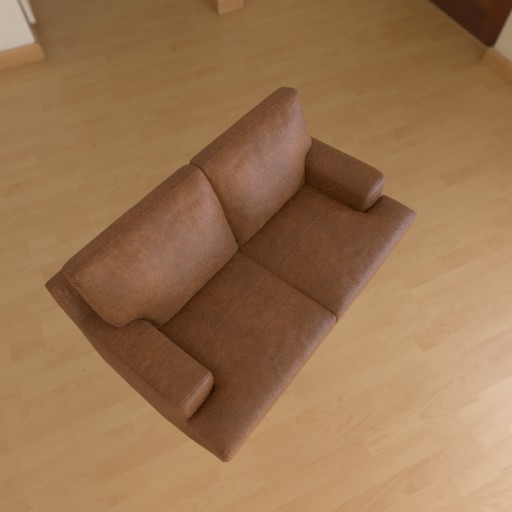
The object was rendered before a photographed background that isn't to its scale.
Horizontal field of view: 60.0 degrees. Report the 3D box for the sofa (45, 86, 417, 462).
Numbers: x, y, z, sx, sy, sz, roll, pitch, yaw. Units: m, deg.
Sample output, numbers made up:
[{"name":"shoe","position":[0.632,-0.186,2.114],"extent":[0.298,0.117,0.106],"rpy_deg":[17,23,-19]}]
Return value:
[{"name":"sofa","position":[0.000,0.000,2.512],"extent":[1.144,0.966,1.880],"rpy_deg":[35,64,20]}]
